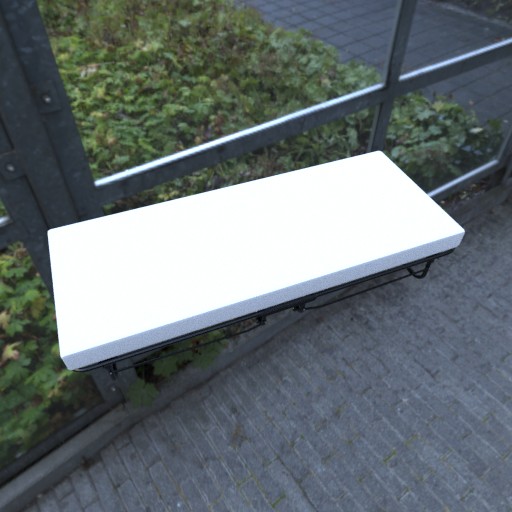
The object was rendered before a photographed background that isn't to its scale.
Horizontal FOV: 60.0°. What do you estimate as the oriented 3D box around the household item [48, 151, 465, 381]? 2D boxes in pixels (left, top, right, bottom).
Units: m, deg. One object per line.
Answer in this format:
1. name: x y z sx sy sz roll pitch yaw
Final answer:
1. household item: 0.000 0.000 2.234 1.905 0.356 0.787 -16 48 -15
